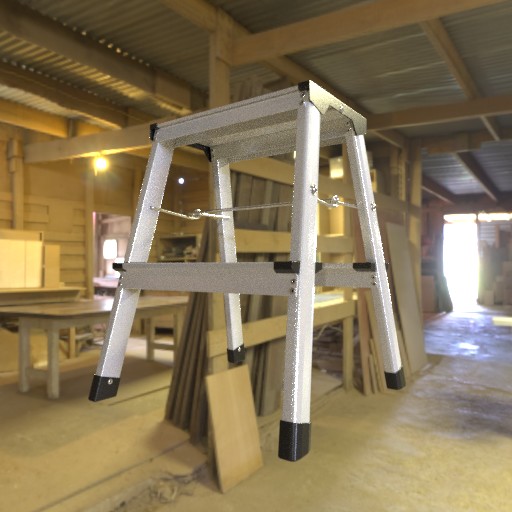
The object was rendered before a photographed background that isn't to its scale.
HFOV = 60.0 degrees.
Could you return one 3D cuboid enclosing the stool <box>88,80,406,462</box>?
[{"bbox_3d":[0.000,0.000,0.786,0.404,0.480,0.405,-1,-2,36],"label":"stool"}]
